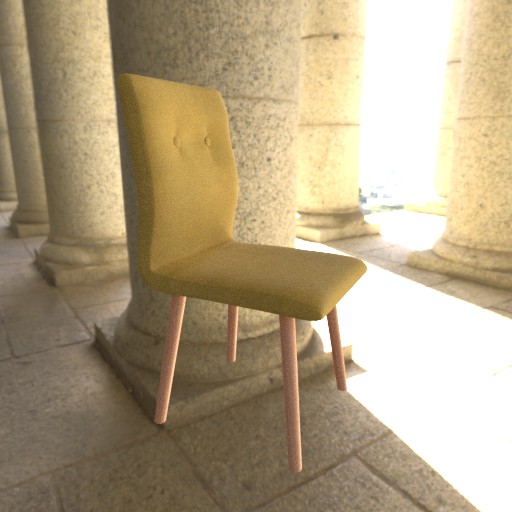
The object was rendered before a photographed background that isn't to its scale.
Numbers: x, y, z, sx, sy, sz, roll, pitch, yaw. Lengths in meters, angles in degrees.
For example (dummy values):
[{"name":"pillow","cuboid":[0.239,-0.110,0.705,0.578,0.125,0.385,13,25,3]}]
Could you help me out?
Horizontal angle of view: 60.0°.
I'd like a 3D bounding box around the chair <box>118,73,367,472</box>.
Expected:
[{"name":"chair","cuboid":[0.000,0.000,1.279,0.550,0.965,0.450,7,17,26]}]
